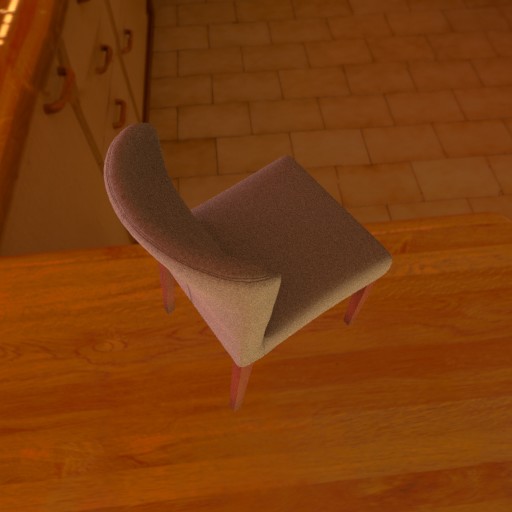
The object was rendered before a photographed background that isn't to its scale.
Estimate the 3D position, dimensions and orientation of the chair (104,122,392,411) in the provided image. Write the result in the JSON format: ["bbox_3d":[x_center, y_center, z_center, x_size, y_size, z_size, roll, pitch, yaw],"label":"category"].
[{"bbox_3d":[0.000,0.000,1.220,0.592,0.839,0.491,-32,64,-18],"label":"chair"}]
